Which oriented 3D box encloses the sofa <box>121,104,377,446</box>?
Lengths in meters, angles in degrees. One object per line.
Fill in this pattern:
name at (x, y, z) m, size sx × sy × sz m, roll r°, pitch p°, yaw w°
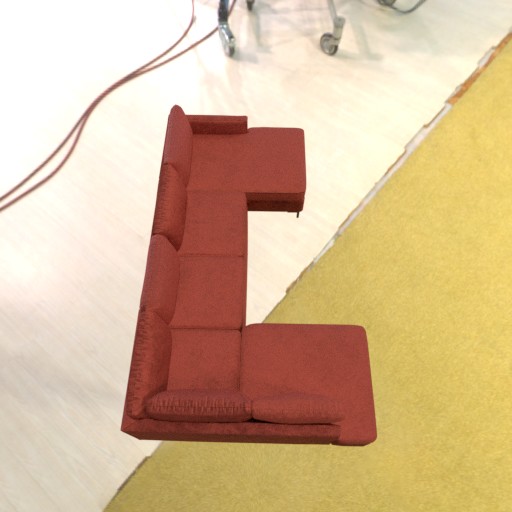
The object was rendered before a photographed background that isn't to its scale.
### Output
sofa at (0.000, 0.000, 4.433) m, size 2.055 × 0.992 × 3.434 m, roll 1°, pitch 62°, yaw 1°
